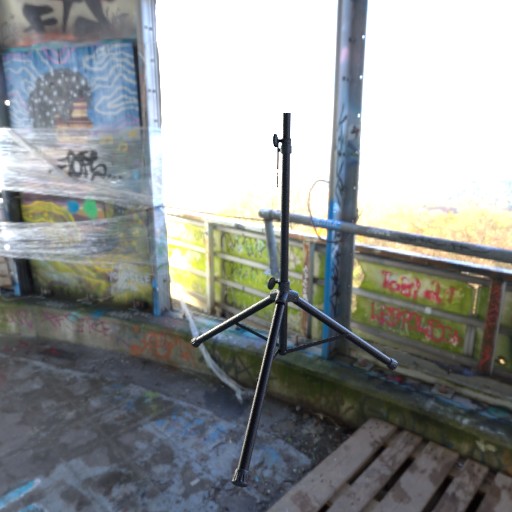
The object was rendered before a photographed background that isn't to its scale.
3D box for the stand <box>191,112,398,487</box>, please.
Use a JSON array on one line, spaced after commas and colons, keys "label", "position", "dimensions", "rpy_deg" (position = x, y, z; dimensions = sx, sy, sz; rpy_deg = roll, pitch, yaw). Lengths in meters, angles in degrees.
[{"label": "stand", "position": [0.000, 0.000, 1.859], "dimensions": [0.907, 1.136, 1.045], "rpy_deg": [15, 21, 43]}]
